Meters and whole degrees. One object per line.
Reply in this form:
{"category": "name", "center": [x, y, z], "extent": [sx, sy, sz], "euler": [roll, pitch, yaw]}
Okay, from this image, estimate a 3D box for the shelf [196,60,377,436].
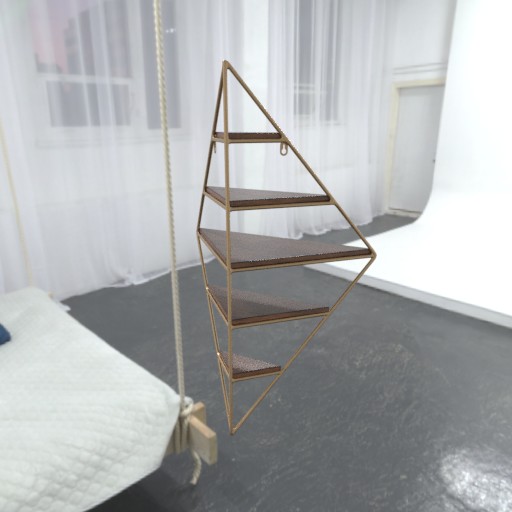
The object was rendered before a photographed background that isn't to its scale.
{"category": "shelf", "center": [0.000, 0.000, 1.160], "extent": [0.564, 0.913, 0.294], "euler": [8, 19, 26]}
